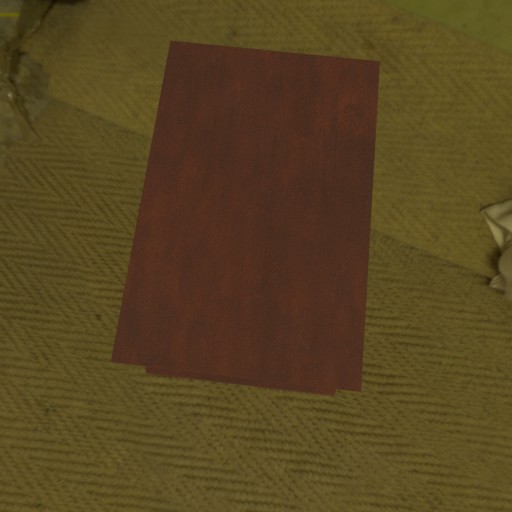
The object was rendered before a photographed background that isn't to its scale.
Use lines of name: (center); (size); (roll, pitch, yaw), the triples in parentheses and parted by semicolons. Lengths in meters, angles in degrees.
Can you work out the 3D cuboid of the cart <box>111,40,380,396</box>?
cart: (0.000, 0.000, 1.270); (0.442, 0.864, 0.683); (6, 77, 2)
